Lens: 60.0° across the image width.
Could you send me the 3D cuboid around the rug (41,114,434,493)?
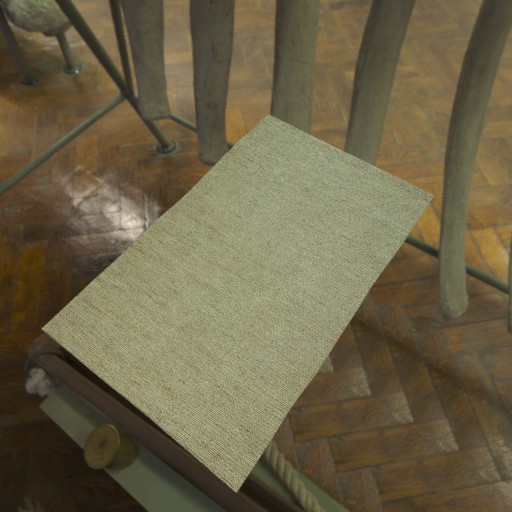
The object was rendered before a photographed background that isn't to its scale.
[{"bbox_3d":[0.000,0.000,3.032,1.533,0.011,2.439,32,63,18],"label":"rug"}]
